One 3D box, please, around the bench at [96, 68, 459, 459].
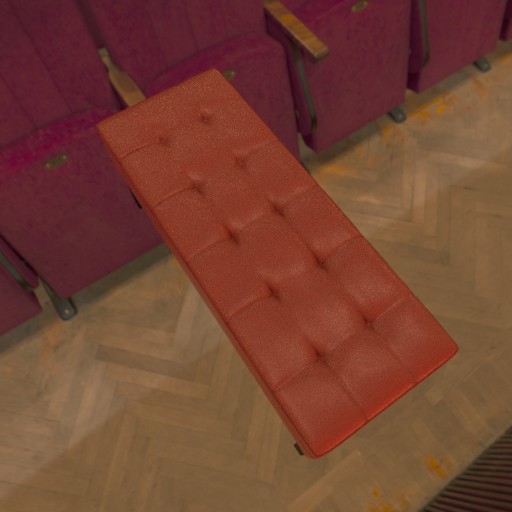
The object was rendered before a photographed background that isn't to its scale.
[{"bbox_3d":[0.000,0.000,1.366,0.432,0.460,1.105,-31,69,-14],"label":"bench"}]
